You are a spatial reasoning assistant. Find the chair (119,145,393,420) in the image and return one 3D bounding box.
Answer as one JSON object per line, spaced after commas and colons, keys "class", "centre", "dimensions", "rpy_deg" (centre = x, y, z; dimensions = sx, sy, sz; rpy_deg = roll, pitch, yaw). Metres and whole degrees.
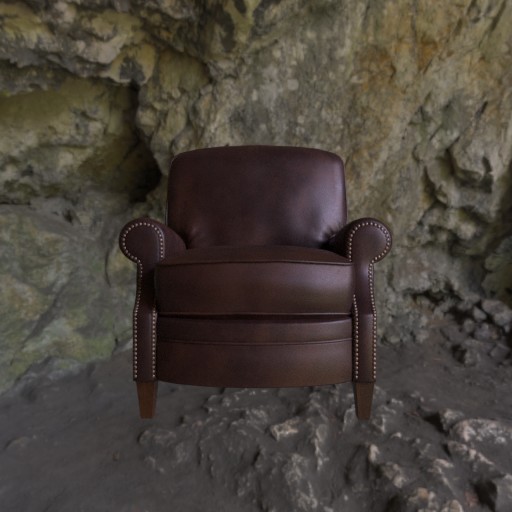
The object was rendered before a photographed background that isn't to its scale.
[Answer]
{"class": "chair", "centre": [0.000, 0.000, 1.774], "dimensions": [0.936, 1.018, 0.986], "rpy_deg": [0, 2, 1]}
